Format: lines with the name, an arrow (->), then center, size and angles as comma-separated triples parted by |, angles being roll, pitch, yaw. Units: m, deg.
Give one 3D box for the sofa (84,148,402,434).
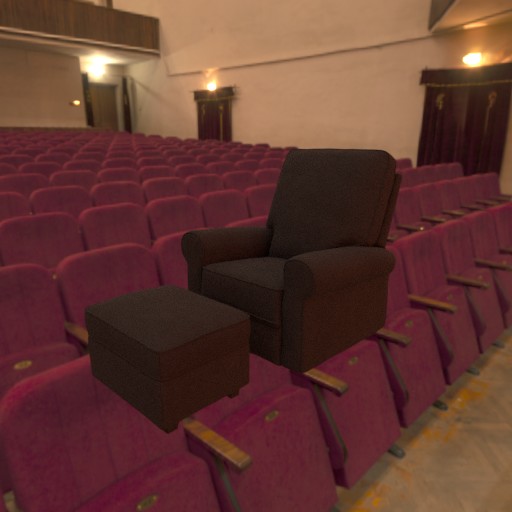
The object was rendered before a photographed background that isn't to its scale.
sofa -> 0.000, 0.000, 2.084 | 0.880, 0.959, 1.478 | 14, 21, 42
